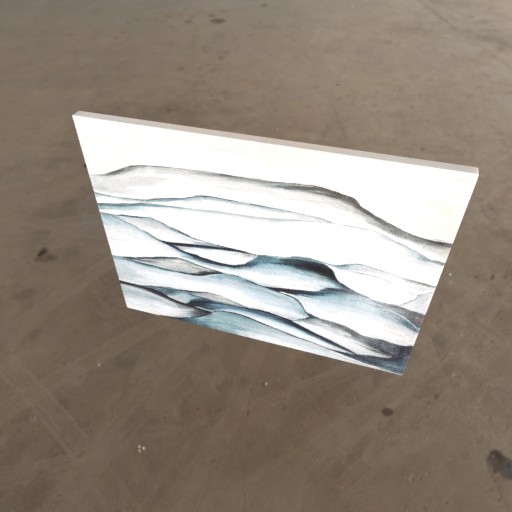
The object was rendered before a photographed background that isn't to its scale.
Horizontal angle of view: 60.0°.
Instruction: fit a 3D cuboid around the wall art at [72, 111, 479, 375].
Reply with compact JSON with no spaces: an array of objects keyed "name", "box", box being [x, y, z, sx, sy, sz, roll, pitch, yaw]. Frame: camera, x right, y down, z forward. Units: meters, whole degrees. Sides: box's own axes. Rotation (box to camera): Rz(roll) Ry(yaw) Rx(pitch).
[{"name":"wall art","box":[0.000,0.000,1.596,1.219,0.915,0.039,12,43,13]}]
